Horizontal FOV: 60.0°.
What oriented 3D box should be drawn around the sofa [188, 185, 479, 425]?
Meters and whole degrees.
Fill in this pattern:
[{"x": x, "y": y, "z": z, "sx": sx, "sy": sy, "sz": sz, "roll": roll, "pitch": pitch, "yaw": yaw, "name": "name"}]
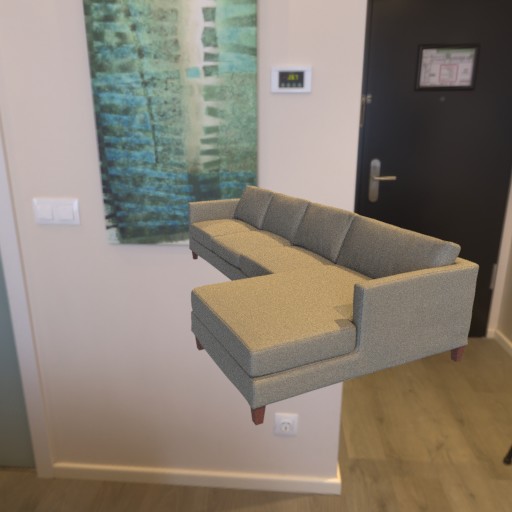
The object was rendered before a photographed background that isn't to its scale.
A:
[{"x": 0.000, "y": 0.000, "z": 3.900, "sx": 1.625, "sy": 0.861, "sz": 3.186, "roll": -8, "pitch": 18, "yaw": -25, "name": "sofa"}]
